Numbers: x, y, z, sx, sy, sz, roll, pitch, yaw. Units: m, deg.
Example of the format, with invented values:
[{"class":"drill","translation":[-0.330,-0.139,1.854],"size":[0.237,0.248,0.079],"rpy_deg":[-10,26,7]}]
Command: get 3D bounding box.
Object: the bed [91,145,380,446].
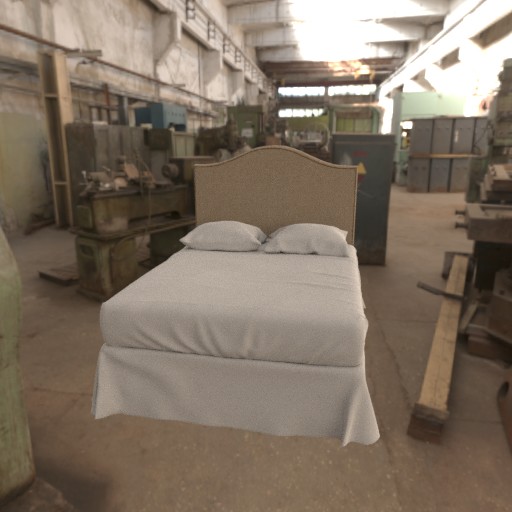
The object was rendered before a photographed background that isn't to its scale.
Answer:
[{"class":"bed","translation":[0.000,0.000,3.466],"size":[1.876,1.645,2.221],"rpy_deg":[3,15,10]}]
